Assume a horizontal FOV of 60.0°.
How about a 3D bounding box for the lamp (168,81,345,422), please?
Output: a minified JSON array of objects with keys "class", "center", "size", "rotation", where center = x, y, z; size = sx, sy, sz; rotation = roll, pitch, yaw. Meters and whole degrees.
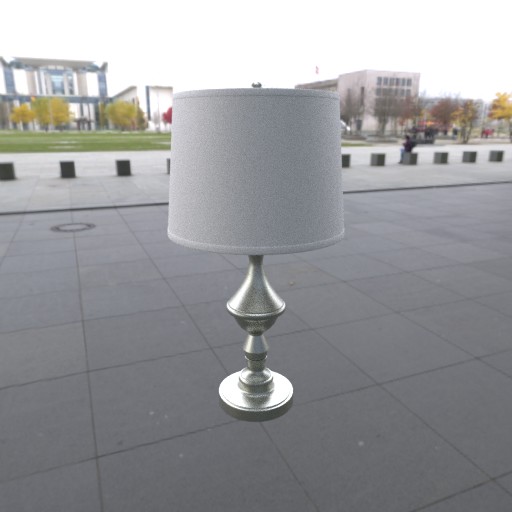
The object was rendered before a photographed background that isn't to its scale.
[{"class":"lamp","center":[0.000,0.000,0.993],"size":[0.383,0.733,0.383],"rotation":[0,16,0]}]
